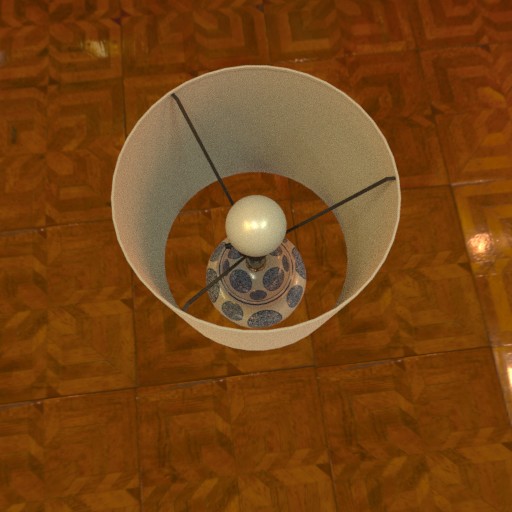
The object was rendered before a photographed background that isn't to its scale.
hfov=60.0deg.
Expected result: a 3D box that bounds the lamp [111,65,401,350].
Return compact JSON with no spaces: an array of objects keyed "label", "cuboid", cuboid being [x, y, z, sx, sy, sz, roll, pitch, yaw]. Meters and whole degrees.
[{"label":"lamp","cuboid":[0.000,0.000,0.513,0.215,0.381,0.215,-4,74,-1]}]
